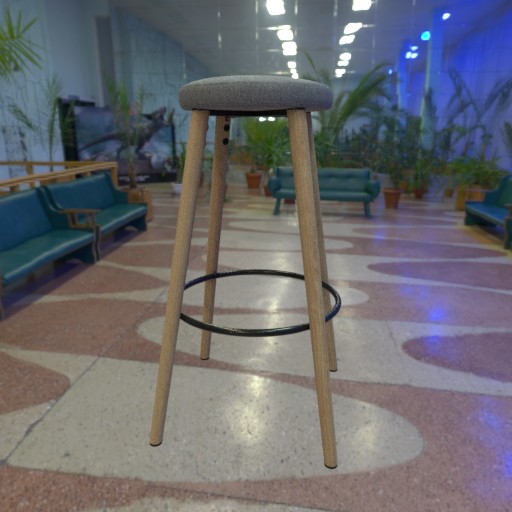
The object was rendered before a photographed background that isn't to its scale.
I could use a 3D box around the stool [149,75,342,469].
[{"bbox_3d":[0.000,0.000,1.024,0.410,0.770,0.410,3,16,10],"label":"stool"}]
